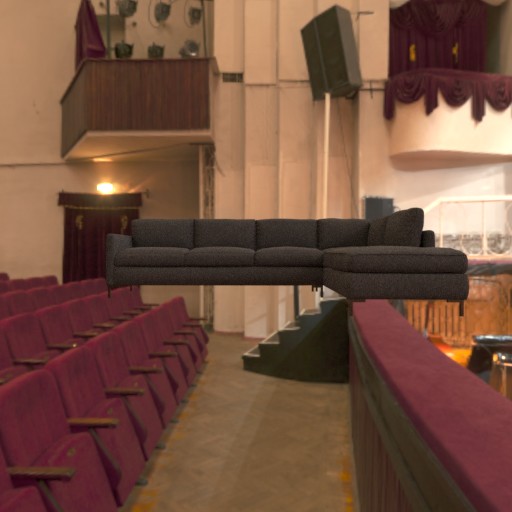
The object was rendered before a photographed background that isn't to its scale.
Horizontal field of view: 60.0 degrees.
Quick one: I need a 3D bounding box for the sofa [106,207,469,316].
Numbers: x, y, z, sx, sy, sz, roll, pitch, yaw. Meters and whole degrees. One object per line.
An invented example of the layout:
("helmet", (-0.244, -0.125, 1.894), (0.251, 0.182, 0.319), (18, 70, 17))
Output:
("sofa", (0.000, 0.000, 4.011), (2.949, 0.815, 2.007), (0, 0, 1))
